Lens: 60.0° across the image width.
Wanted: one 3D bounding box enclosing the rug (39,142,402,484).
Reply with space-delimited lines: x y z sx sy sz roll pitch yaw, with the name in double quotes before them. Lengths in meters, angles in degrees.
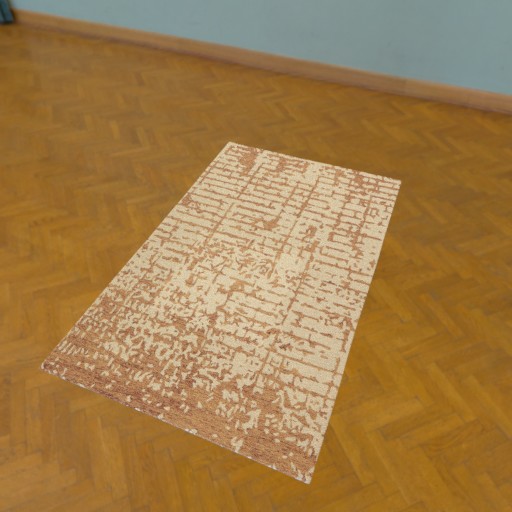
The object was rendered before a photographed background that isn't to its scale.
"rug" 0.000 0.000 2.954 1.517 0.011 2.435 16 48 15
